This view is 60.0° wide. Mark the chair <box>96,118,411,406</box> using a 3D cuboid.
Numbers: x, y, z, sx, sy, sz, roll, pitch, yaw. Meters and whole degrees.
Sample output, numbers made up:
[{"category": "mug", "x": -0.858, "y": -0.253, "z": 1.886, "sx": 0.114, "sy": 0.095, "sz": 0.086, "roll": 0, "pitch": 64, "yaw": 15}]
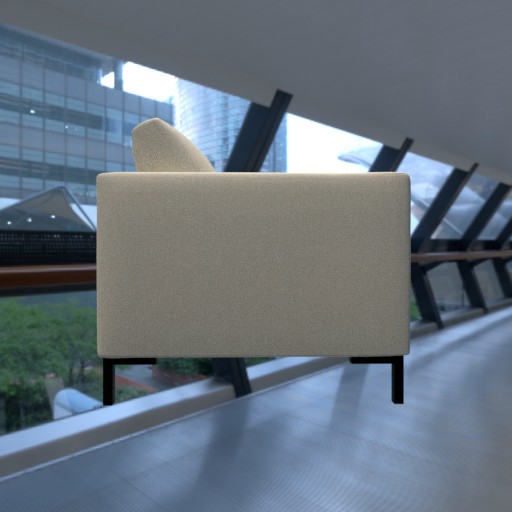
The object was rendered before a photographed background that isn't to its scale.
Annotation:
[{"category": "chair", "x": 0.000, "y": 0.000, "z": 1.645, "sx": 0.875, "sy": 0.806, "sz": 0.964, "roll": 0, "pitch": 0, "yaw": -1}]
